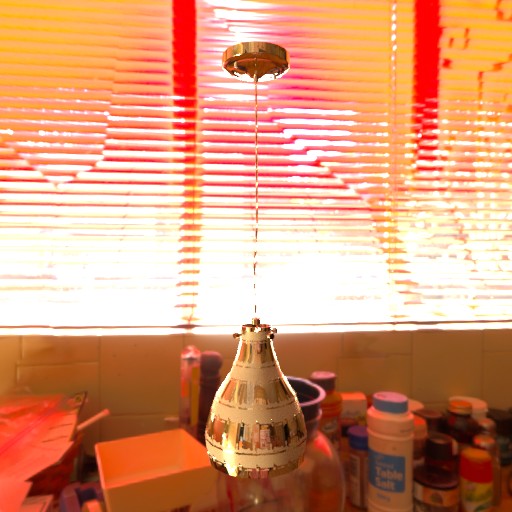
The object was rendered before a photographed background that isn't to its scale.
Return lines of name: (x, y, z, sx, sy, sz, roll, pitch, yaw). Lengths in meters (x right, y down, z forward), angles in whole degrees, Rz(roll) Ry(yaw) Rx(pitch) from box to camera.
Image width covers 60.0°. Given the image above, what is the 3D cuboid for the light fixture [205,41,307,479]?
light fixture: (0.000, 0.000, 1.627, 0.374, 1.457, 0.374, 0, 0, -36)
